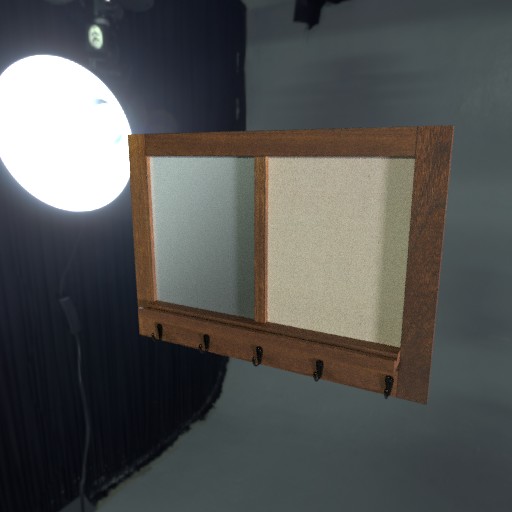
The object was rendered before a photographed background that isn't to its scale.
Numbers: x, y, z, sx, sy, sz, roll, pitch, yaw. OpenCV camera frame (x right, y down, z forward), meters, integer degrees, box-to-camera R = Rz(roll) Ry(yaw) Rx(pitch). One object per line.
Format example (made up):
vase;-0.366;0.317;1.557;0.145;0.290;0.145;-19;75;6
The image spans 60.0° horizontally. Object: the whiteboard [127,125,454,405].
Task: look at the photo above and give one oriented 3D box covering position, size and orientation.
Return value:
whiteboard;0.000;0.000;1.021;0.783;0.559;0.083;7;15;27
